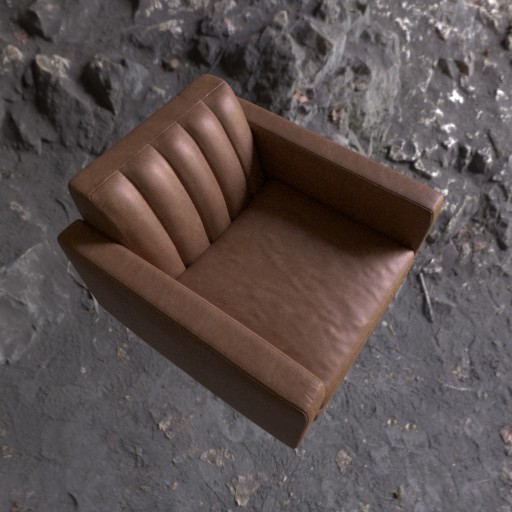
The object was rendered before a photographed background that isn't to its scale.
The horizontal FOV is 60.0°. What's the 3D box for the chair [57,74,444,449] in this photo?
[{"bbox_3d":[0.000,0.000,1.670,0.998,0.819,0.953,31,63,18],"label":"chair"}]
